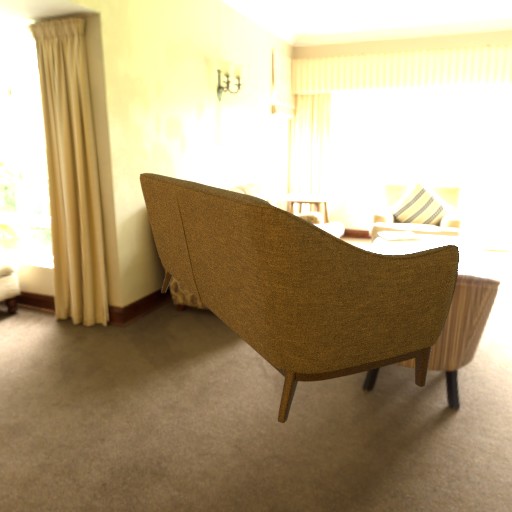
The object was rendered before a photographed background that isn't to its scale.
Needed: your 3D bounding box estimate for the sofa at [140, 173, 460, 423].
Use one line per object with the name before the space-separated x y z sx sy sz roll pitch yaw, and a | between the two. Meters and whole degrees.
sofa | 0.000 0.000 2.400 0.867 0.829 1.928 -7 16 -26
